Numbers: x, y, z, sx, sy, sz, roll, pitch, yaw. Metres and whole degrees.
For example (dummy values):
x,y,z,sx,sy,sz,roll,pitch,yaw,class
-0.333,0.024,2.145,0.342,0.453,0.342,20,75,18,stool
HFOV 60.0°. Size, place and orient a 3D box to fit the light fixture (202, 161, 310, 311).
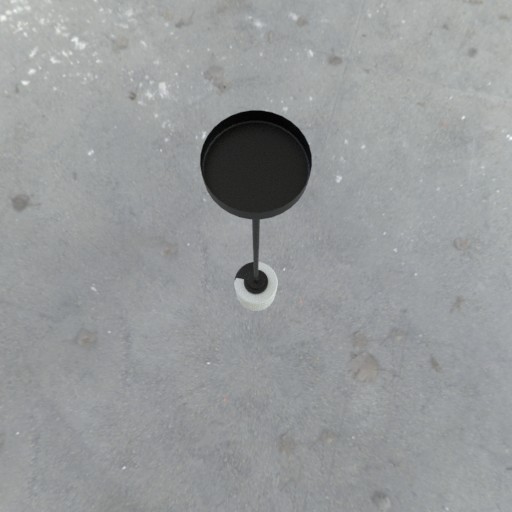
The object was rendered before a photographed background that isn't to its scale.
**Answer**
x,y,z,sx,sy,sz,roll,pitch,yaw,class
0.000,0.000,0.906,0.123,0.863,0.123,17,76,4,light fixture
